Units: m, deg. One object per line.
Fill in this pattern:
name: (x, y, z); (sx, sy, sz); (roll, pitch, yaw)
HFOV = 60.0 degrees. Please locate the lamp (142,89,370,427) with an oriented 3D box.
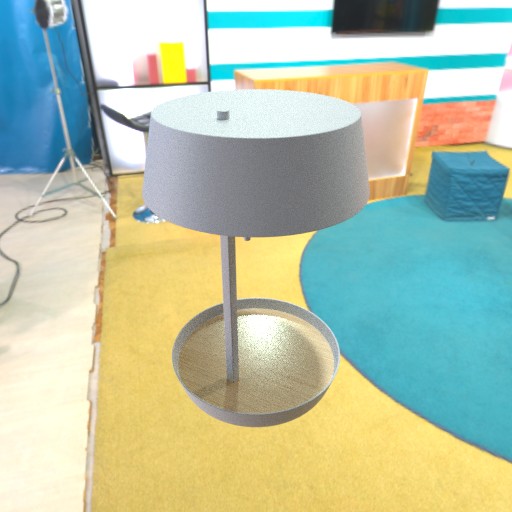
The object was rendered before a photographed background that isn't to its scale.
lamp: (0.000, 0.000, 0.635); (0.291, 0.429, 0.291); (0, 31, 0)
